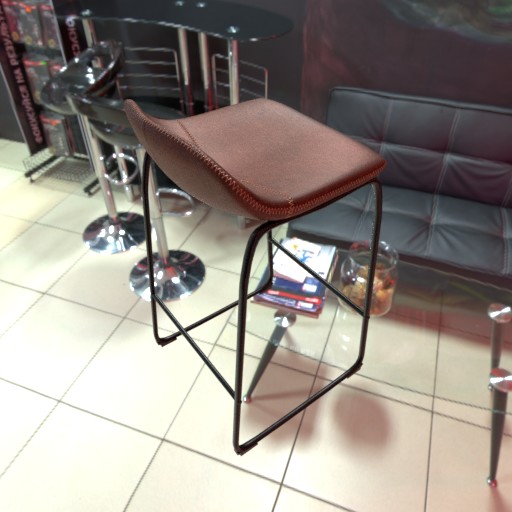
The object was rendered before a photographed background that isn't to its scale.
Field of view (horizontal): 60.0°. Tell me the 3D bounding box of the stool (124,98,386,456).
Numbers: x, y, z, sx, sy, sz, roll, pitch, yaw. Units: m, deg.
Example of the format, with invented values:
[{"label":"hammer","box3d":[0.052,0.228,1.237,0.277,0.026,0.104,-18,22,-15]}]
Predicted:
[{"label":"stool","box3d":[0.000,0.000,1.109,0.473,0.830,0.454,-26,47,-27]}]
